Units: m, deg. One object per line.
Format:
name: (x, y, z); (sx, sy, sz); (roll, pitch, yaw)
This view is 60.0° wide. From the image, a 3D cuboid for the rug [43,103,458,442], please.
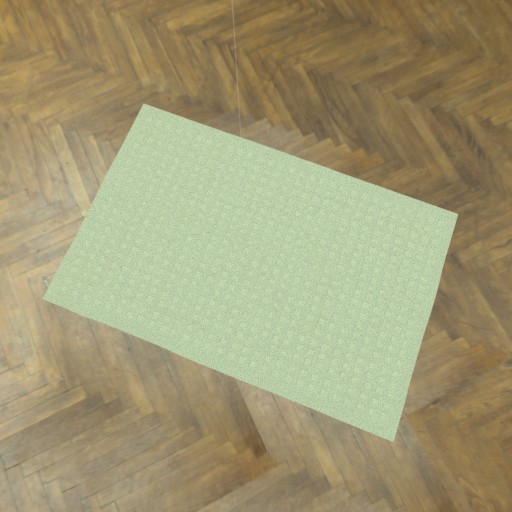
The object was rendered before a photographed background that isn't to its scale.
rug: (0.000, 0.000, 2.172); (1.747, 0.006, 1.143); (21, 76, 5)
